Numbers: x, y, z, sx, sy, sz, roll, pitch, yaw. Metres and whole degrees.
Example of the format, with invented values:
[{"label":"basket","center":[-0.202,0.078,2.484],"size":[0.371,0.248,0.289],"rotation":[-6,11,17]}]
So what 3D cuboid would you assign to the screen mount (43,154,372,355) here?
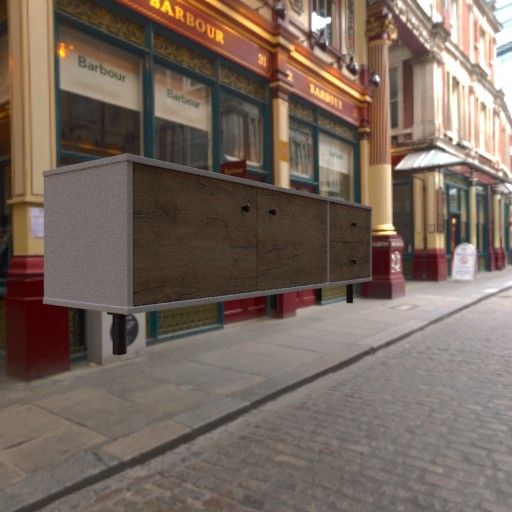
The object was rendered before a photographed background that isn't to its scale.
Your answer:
[{"label":"screen mount","center":[0.000,0.000,1.856],"size":[0.418,0.520,1.600],"rotation":[0,1,36]}]
